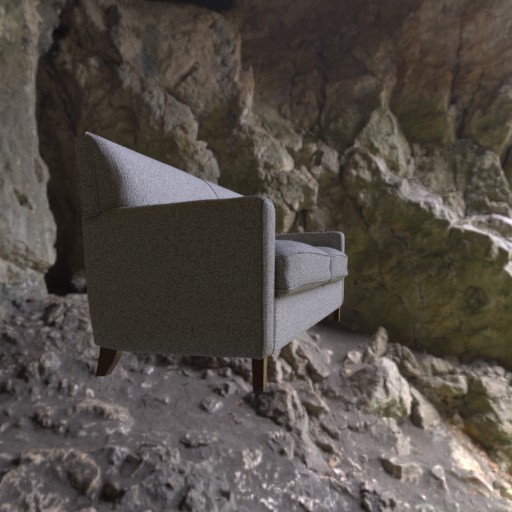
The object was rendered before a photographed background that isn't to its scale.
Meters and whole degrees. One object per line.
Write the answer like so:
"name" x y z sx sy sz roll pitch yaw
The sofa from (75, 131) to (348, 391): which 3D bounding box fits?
"sofa" 0.000 0.000 2.504 0.854 0.942 2.026 0 -1 18
